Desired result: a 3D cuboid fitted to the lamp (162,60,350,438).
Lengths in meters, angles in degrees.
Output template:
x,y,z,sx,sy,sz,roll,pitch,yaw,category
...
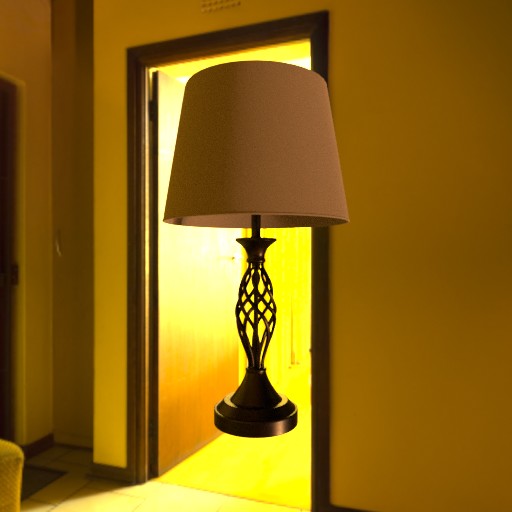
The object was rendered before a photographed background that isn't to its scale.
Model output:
x,y,z,sx,sy,sz,roll,pitch,yaw,category
0.000,0.000,0.797,0.331,0.594,0.331,0,0,0,lamp
